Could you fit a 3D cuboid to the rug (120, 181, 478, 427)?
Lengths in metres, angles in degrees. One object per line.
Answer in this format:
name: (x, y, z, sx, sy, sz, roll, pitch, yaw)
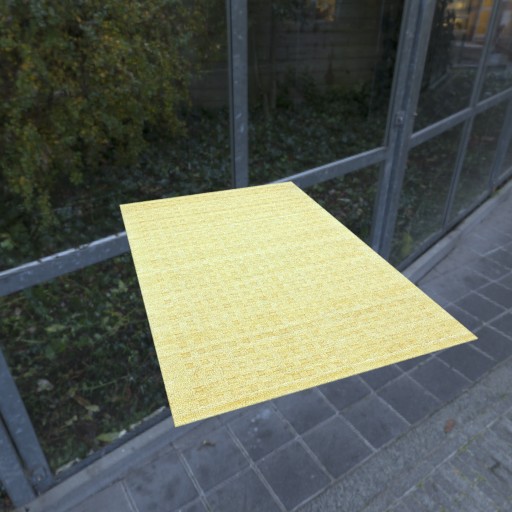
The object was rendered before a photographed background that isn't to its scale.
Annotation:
rug: (0.000, 0.000, 2.913, 1.524, 0.006, 2.286, -11, 32, -17)
